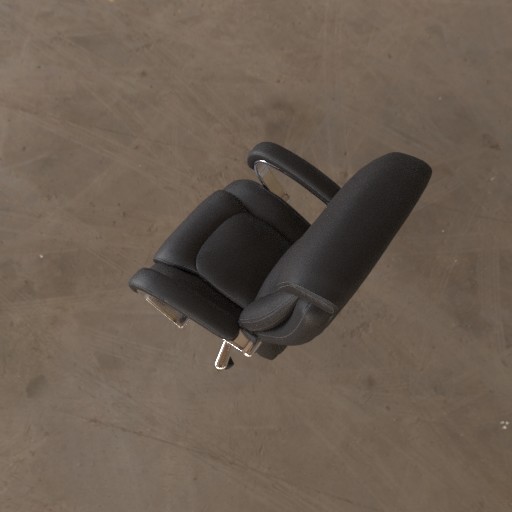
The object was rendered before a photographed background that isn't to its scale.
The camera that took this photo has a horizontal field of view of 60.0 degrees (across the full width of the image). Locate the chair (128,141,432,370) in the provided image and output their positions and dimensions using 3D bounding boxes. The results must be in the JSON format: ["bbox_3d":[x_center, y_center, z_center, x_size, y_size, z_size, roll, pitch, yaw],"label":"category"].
[{"bbox_3d":[0.000,0.000,1.645,0.790,1.183,0.755,34,69,15],"label":"chair"}]
